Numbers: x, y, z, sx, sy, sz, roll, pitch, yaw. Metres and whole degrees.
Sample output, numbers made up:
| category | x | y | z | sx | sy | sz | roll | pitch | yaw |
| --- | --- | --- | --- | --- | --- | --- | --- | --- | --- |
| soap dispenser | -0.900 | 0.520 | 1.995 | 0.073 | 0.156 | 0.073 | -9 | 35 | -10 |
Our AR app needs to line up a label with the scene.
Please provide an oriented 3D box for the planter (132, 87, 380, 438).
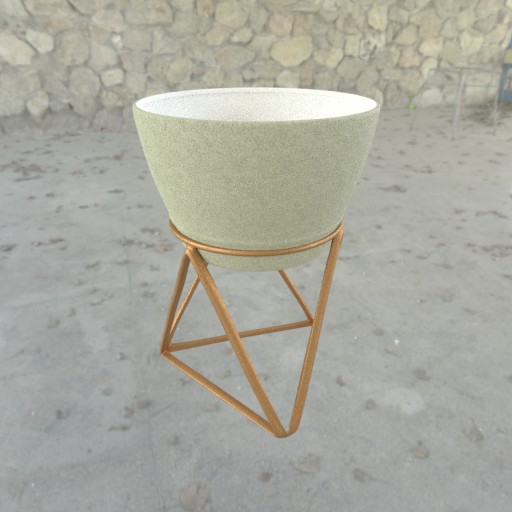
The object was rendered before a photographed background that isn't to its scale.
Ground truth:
| category | x | y | z | sx | sy | sz | roll | pitch | yaw |
| --- | --- | --- | --- | --- | --- | --- | --- | --- | --- |
| planter | 0.000 | 0.000 | 0.755 | 0.350 | 0.504 | 0.350 | -8 | 28 | -15 |
